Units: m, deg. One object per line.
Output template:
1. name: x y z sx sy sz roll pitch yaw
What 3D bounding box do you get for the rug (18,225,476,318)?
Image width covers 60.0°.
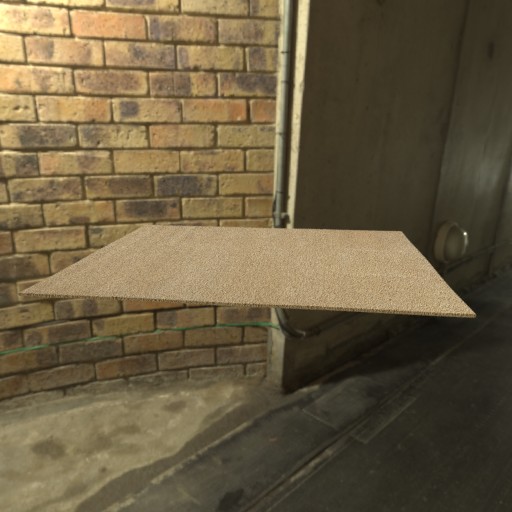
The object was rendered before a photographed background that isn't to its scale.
1. rug: 0.000 0.000 4.021 3.000 0.025 2.400 2 16 7
